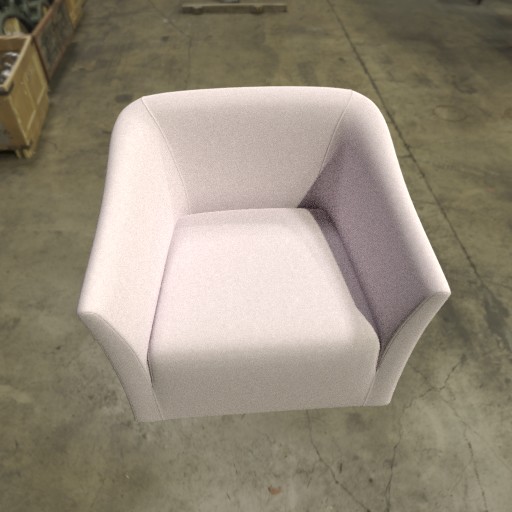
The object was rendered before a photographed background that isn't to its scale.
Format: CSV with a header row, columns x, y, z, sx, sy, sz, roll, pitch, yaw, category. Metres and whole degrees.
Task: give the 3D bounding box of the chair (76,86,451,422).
x,y,z,sx,sy,sz,roll,pitch,yaw,category
0.000,0.000,1.304,0.790,0.720,0.700,-3,46,-3,chair
